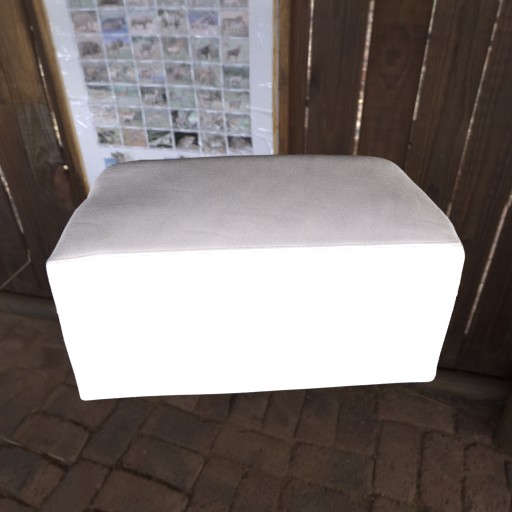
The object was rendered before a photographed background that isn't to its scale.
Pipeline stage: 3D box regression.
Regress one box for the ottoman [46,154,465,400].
[{"bbox_3d":[0.000,0.000,1.195,0.872,0.444,0.590,-2,31,-3],"label":"ottoman"}]
